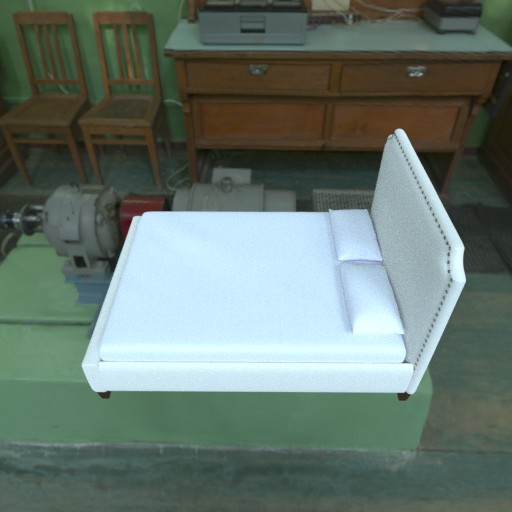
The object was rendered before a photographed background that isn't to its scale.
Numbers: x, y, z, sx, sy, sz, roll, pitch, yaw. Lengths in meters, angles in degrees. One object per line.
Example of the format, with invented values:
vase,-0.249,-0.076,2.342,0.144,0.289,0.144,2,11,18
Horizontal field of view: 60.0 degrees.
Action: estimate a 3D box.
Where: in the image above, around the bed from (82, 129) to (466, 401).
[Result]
bed,0.000,0.000,3.446,2.372,1.443,1.712,0,42,0
